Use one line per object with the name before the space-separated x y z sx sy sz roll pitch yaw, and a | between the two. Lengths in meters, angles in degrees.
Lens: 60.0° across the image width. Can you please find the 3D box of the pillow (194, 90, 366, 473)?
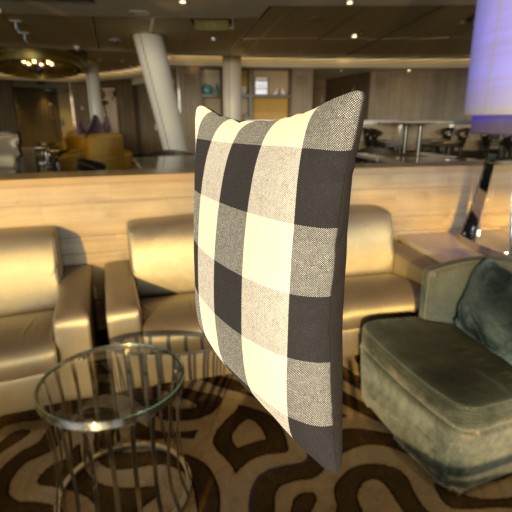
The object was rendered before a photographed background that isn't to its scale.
pillow | 0.000 0.000 0.767 0.161 0.509 0.511 -8 19 -26
